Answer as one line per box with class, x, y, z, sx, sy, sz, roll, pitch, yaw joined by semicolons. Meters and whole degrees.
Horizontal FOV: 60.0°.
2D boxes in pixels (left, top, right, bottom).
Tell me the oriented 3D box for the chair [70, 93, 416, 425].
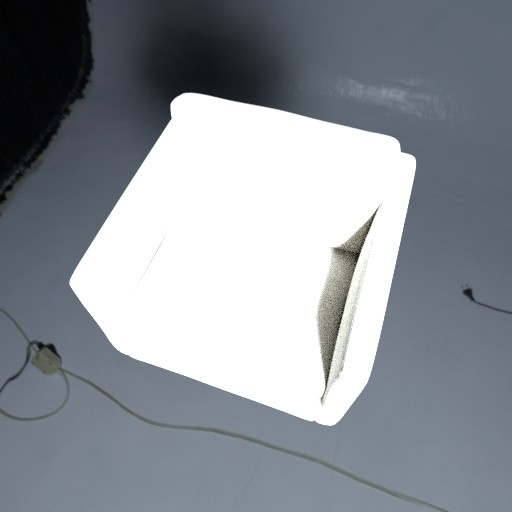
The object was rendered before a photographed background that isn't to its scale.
chair;0.000;0.000;1.754;0.996;0.919;0.959;17;60;10
